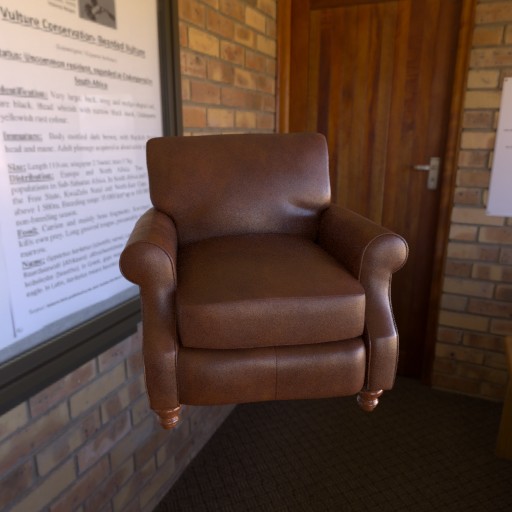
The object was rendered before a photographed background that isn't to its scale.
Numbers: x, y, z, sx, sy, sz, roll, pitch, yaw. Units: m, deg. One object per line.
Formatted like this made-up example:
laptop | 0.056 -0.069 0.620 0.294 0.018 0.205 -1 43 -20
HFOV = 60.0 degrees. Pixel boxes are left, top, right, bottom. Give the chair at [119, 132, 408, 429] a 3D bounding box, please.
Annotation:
chair | 0.000 0.000 1.806 0.989 0.972 0.992 -2 16 -8
